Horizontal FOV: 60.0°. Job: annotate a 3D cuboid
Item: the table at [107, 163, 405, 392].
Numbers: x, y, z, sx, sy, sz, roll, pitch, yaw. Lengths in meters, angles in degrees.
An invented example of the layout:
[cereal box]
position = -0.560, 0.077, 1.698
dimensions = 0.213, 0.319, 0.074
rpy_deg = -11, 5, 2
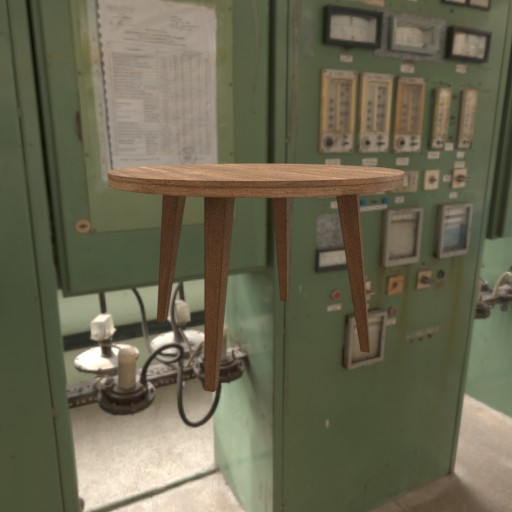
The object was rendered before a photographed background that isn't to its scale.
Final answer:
[table]
position = 0.000, 0.000, 1.994
dimensions = 1.213, 0.764, 1.213
rpy_deg = 0, 14, 0
